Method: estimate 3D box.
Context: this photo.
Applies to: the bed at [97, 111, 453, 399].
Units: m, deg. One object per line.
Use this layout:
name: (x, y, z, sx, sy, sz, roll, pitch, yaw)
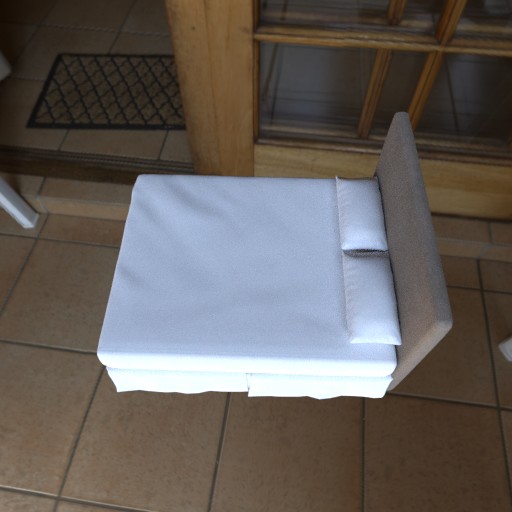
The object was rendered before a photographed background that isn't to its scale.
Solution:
bed: (0.000, 0.000, 3.268, 2.142, 1.330, 1.723, 2, 58, 1)
